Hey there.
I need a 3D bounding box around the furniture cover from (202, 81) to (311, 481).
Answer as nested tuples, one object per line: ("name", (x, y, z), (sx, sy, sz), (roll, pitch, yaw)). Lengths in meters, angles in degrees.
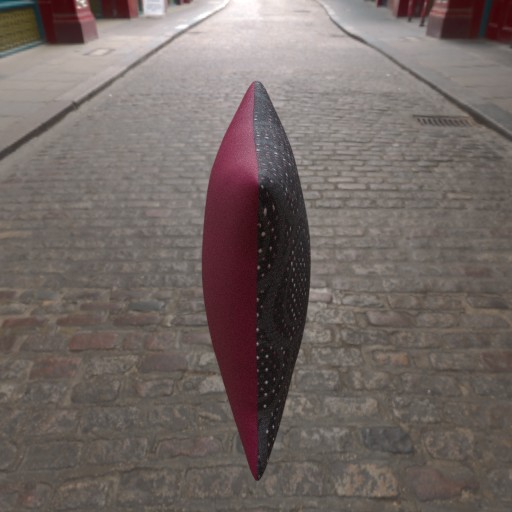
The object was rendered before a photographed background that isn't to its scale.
("furniture cover", (0.000, 0.000, 0.806), (0.193, 0.509, 0.552), (0, 32, 0))
